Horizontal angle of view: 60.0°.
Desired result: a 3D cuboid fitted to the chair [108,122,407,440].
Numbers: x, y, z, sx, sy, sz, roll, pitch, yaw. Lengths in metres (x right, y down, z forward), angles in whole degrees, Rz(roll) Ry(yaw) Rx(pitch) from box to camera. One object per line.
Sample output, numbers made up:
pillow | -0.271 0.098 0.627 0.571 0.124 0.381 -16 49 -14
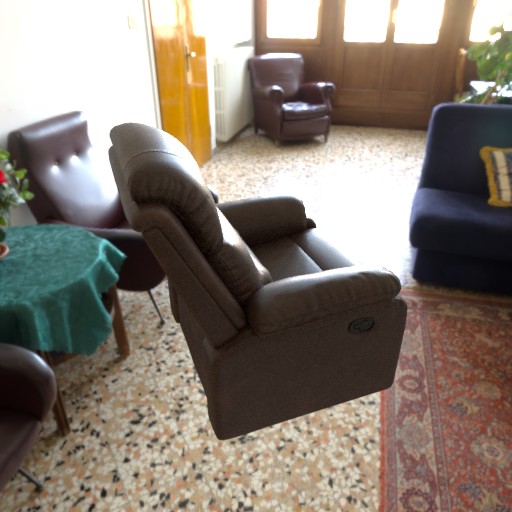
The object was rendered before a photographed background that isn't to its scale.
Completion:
chair | 0.000 0.000 1.672 0.919 0.992 0.855 -11 31 -18
